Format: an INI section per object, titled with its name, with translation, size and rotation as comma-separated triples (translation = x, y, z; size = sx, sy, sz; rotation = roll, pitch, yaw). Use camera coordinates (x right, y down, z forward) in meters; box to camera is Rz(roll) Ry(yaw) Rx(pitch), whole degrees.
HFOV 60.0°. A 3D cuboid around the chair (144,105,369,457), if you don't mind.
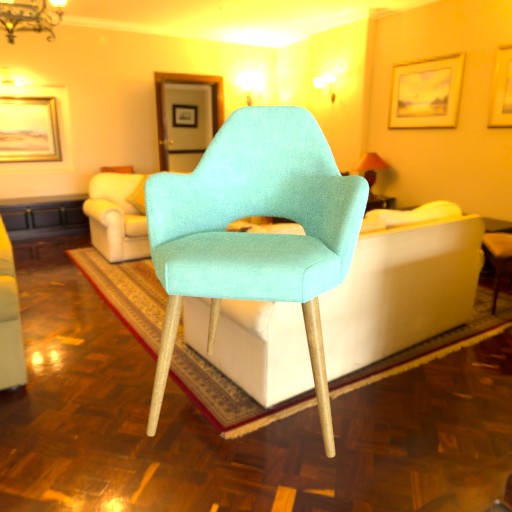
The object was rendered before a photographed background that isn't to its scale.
[chair]
translation = 0.000, 0.000, 1.257
size = 0.590, 0.840, 0.610
rotation = 3, 16, 9
